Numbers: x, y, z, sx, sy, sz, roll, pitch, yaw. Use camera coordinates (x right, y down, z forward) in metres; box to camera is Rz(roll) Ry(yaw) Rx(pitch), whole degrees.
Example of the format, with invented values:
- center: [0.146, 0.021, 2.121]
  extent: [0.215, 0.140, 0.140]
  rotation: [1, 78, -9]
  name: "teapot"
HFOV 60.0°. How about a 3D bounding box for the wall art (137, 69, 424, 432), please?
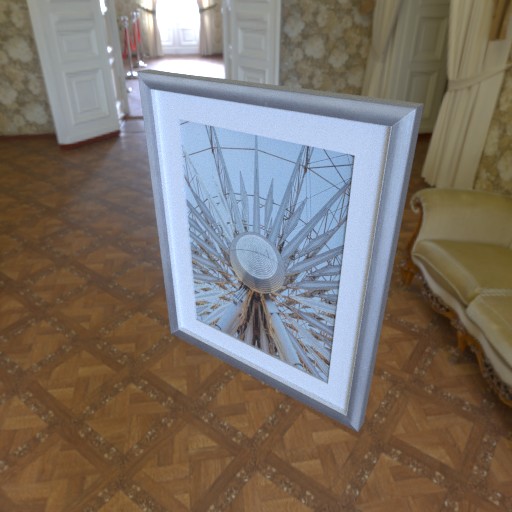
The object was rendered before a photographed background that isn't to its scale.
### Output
- center: [0.000, 0.000, 0.762]
  extent: [0.458, 0.558, 0.029]
  rotation: [20, 36, 30]
  name: "wall art"
